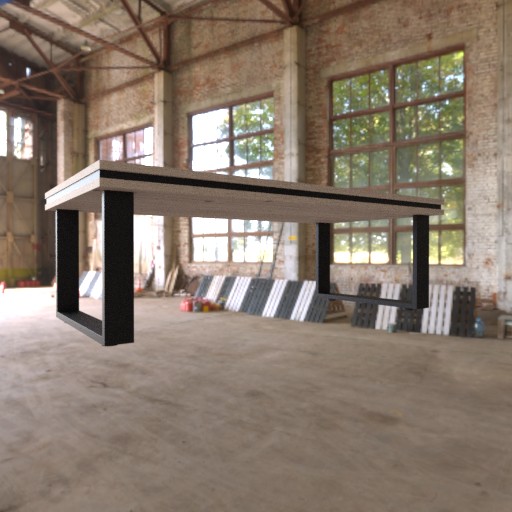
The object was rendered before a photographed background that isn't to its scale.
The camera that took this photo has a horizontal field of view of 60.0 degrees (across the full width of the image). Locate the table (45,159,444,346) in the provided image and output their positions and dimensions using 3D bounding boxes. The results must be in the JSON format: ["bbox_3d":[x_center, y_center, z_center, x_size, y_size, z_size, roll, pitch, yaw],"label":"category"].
[{"bbox_3d":[0.000,0.000,1.683,1.350,0.450,0.700,0,1,-35],"label":"table"}]
